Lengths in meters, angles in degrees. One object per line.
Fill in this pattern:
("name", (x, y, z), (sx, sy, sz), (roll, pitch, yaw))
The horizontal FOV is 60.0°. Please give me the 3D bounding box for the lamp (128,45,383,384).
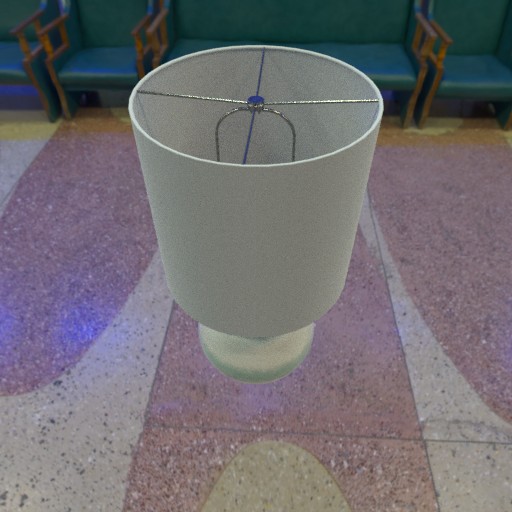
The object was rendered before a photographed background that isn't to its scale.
("lamp", (0.000, 0.000, 0.528), (0.217, 0.404, 0.217), (3, 46, 3))
